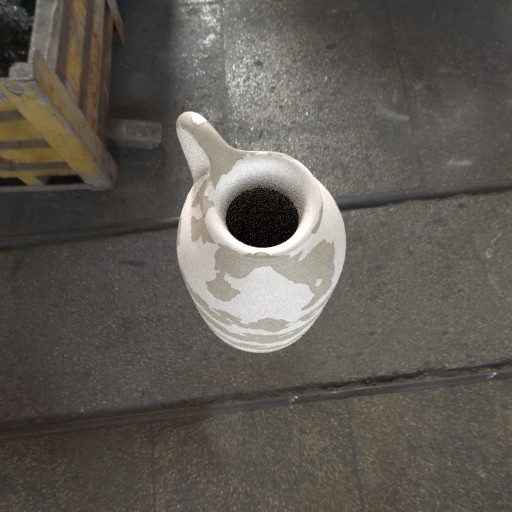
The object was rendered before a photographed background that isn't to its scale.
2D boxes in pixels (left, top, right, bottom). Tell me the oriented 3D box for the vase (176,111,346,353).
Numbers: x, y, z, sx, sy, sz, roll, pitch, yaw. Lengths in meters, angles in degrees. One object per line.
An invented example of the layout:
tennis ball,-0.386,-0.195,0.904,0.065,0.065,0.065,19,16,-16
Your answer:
vase,0.000,0.000,0.506,0.186,0.382,0.203,-39,78,-10
